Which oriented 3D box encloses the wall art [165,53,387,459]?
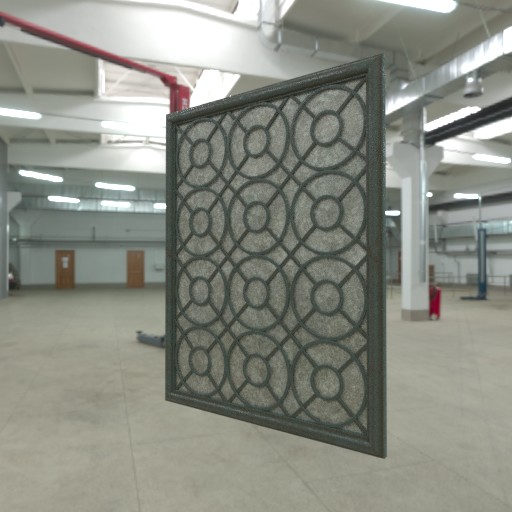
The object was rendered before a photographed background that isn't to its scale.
[{"bbox_3d":[0.000,0.000,1.300,0.767,0.983,0.030,-1,-1,36],"label":"wall art"}]
